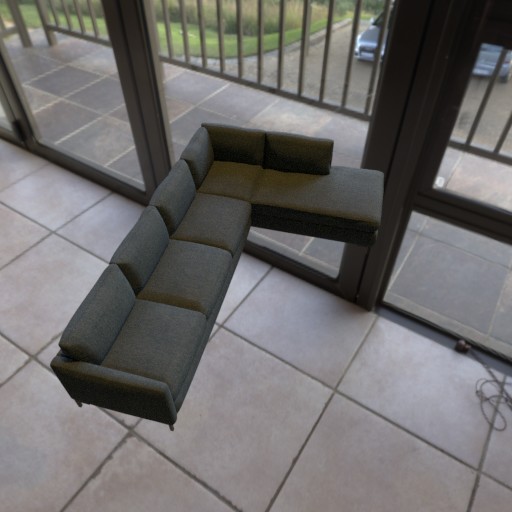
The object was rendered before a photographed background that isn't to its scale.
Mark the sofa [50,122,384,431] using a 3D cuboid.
[{"bbox_3d":[0.000,0.000,3.765,2.007,0.815,2.949,11,48,10],"label":"sofa"}]
